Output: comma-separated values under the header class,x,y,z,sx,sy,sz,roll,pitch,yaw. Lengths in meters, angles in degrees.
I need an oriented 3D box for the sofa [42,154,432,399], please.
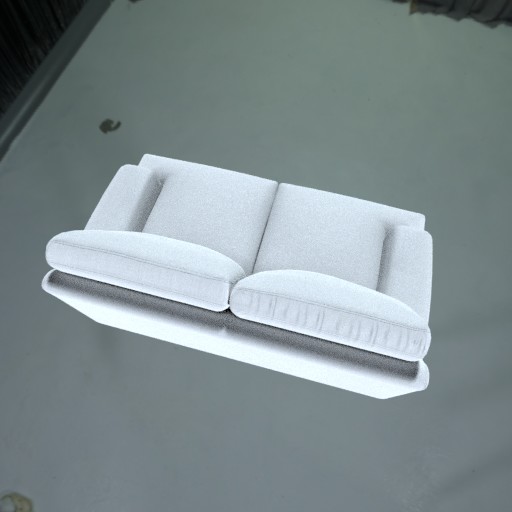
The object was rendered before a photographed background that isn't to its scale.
class,x,y,z,sx,sy,sz,roll,pitch,yaw
sofa,0.000,0.000,2.481,1.880,0.940,1.143,14,64,7
